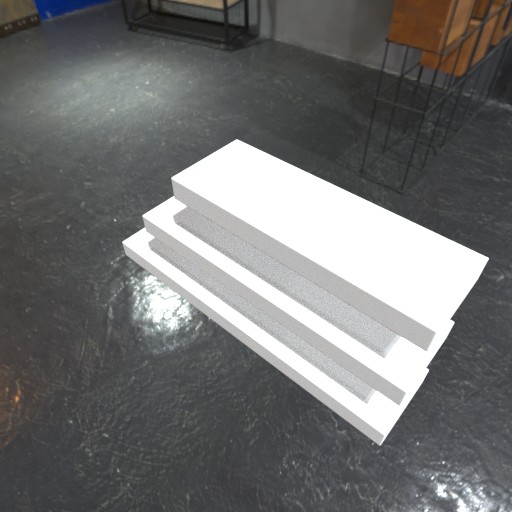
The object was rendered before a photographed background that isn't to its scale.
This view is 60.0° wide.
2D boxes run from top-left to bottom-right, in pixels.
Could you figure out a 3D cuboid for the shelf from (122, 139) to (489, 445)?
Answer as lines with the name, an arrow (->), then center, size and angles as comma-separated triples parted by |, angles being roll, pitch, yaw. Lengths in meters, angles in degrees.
shelf -> 0.000, 0.000, 0.732 | 0.610, 0.293, 0.140 | 32, 53, 27
